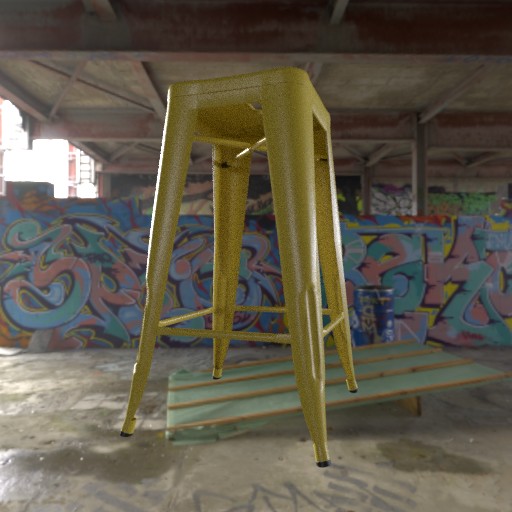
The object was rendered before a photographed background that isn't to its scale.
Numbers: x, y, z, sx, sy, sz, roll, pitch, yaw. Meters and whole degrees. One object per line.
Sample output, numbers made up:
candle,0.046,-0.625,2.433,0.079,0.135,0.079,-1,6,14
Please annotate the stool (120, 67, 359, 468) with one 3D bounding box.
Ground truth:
stool,0.000,0.000,0.873,0.359,0.609,0.399,0,0,19
